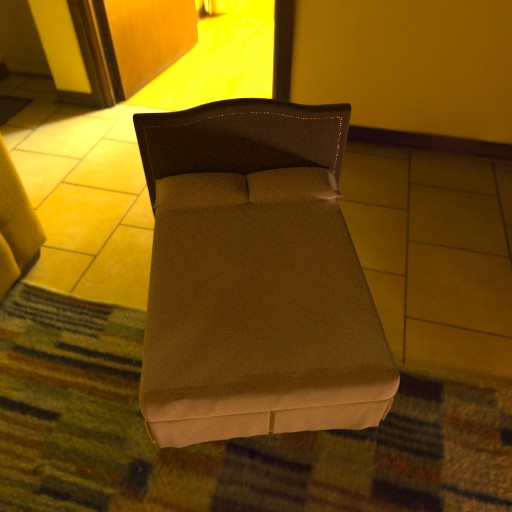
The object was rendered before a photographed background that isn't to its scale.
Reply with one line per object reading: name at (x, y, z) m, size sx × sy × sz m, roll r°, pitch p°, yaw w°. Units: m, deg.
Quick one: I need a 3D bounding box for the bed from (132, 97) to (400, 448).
bed at (0.000, 0.000, 3.130) m, size 1.666 × 1.387 × 2.036 m, roll -4°, pitch 46°, yaw -4°
